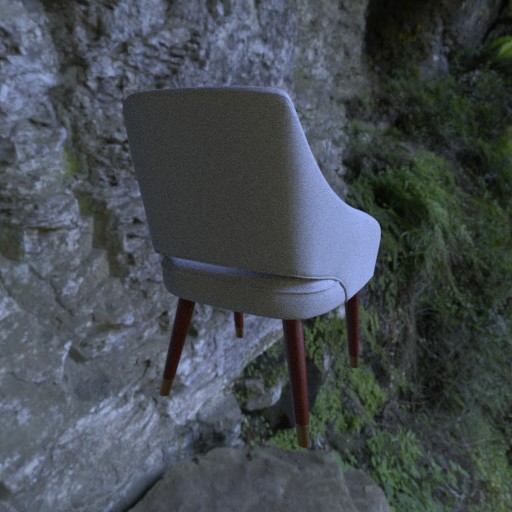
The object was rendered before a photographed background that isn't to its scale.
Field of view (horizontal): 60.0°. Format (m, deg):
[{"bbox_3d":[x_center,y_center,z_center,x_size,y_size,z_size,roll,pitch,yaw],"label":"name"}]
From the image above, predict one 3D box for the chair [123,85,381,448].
[{"bbox_3d":[0.000,0.000,1.301,0.609,0.889,0.600,9,18,28],"label":"chair"}]
